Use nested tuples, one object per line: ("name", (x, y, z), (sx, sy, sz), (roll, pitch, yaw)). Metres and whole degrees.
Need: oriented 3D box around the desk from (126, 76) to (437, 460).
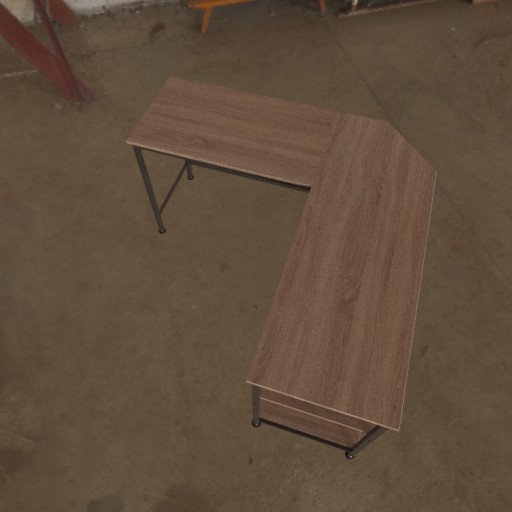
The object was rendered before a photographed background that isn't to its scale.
("desk", (0.000, 0.000, 2.146), (1.379, 0.739, 1.379), (15, 59, 9))
